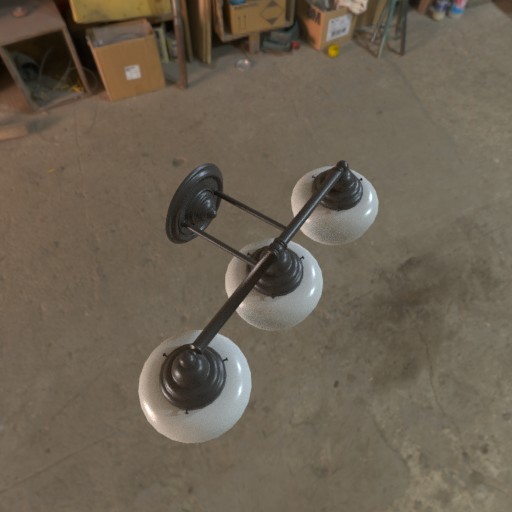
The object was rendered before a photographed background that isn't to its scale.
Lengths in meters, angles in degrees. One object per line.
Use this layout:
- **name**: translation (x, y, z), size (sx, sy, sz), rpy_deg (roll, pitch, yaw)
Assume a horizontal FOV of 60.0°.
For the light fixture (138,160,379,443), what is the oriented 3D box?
- **light fixture**: translation (0.000, 0.000, 0.723), size (0.239, 0.242, 0.587), rpy_deg (30, 61, 18)
